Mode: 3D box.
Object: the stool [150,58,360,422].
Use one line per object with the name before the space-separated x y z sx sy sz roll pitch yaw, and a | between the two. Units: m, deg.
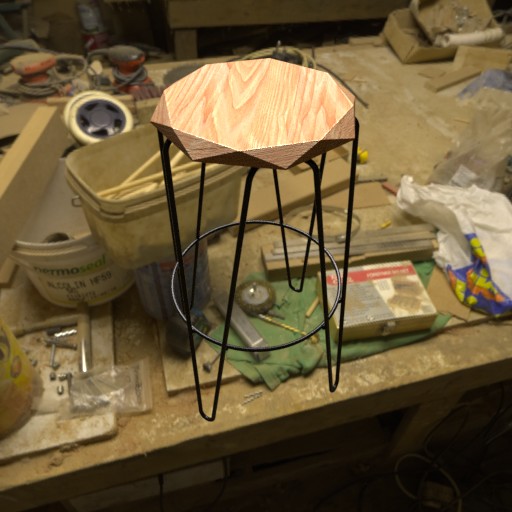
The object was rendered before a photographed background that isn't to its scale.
stool | 0.000 0.000 0.806 0.326 0.610 0.326 -10 47 -9
